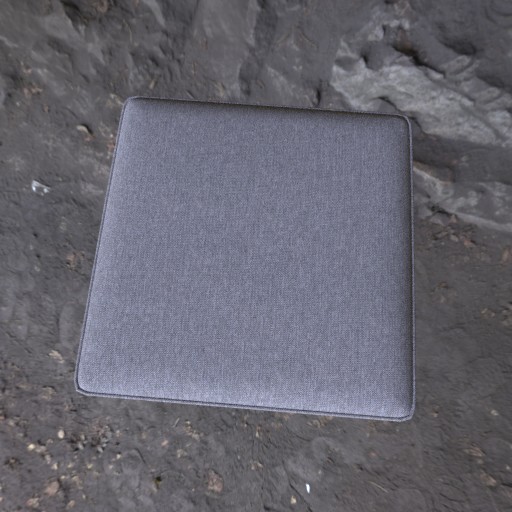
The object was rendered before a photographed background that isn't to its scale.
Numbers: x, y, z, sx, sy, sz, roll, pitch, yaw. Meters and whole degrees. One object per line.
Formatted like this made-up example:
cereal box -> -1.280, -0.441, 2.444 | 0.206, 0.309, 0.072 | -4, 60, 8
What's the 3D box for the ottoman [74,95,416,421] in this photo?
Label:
ottoman -> 0.000, 0.000, 1.572 | 1.005, 0.455, 1.005 | 4, 75, 1
